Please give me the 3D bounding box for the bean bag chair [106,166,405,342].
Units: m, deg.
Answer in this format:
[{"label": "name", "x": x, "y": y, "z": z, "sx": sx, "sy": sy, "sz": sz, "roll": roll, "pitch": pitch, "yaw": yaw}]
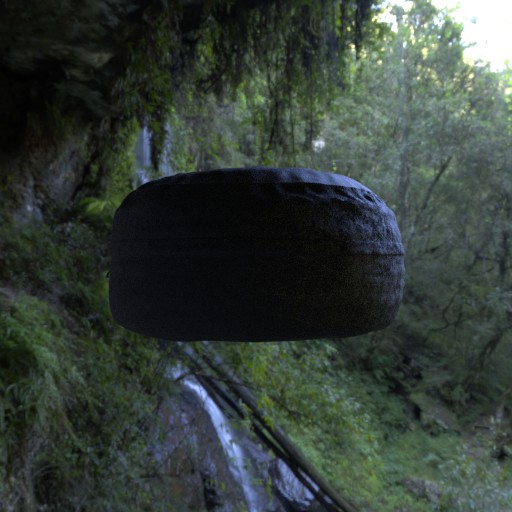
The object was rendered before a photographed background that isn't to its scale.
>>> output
[{"label": "bean bag chair", "x": 0.000, "y": 0.000, "z": 2.383, "sx": 1.525, "sy": 0.751, "sz": 1.525, "roll": 0, "pitch": -2, "yaw": 0}]
